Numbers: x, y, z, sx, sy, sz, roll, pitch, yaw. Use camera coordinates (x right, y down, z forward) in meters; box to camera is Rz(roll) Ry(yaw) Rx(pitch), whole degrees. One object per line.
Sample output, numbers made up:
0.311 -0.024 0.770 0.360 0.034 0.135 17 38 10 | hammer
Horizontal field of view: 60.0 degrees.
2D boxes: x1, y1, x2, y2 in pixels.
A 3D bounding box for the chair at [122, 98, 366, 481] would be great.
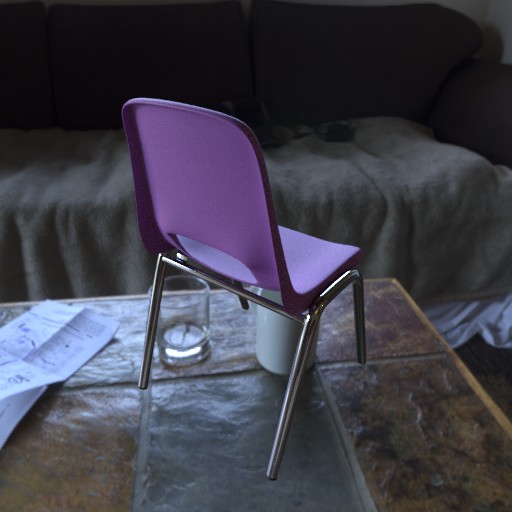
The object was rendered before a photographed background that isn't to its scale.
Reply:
0.000 0.000 0.671 0.291 0.493 0.301 21 36 32 | chair
